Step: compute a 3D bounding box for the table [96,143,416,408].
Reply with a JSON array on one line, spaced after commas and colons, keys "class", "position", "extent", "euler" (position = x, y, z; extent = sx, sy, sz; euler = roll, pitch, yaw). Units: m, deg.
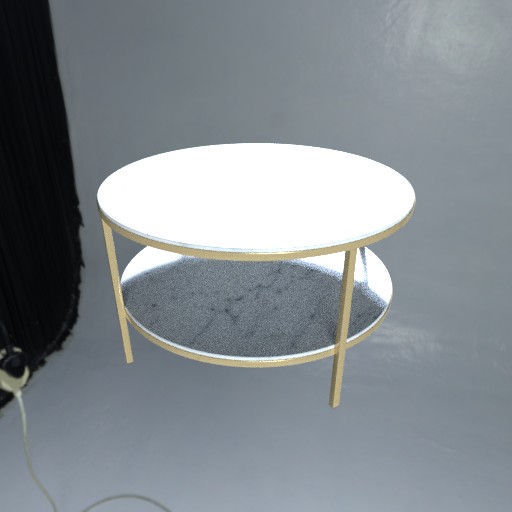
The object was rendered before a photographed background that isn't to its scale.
[{"class": "table", "position": [0.000, 0.000, 1.268], "extent": [0.800, 0.450, 0.800], "euler": [0, 28, 0]}]
